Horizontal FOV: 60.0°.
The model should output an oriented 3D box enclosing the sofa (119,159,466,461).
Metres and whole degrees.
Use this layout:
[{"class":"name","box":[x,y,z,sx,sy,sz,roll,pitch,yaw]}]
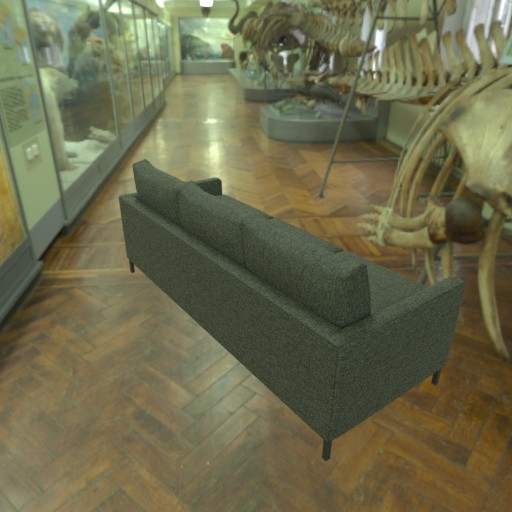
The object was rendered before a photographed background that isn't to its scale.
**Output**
[{"class":"sofa","box":[0.000,0.000,2.734,0.876,0.879,2.253,-18,31,-32]}]
